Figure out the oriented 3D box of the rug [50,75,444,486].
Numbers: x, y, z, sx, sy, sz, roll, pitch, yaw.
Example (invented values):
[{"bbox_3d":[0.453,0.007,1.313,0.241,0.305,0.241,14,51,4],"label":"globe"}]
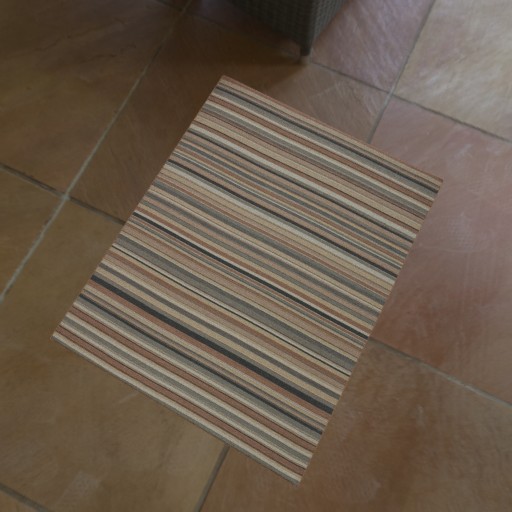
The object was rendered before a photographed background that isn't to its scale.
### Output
[{"bbox_3d":[0.000,0.000,4.048,2.436,0.011,3.045,28,77,7],"label":"rug"}]
